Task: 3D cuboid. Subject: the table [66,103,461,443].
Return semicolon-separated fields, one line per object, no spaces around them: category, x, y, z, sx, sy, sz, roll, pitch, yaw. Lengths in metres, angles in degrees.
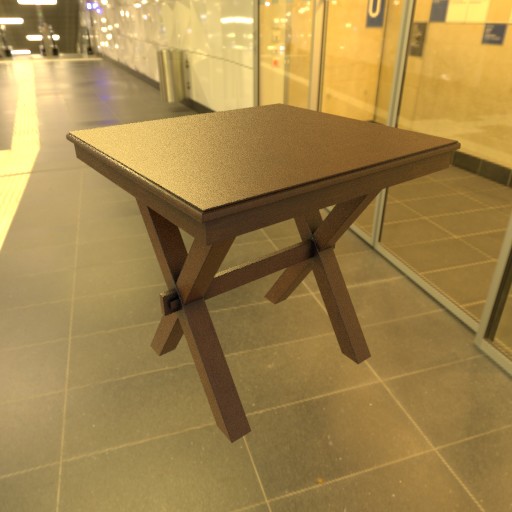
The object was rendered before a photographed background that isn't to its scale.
table;0.000;0.000;1.049;0.602;0.562;0.560;-20;34;-32
